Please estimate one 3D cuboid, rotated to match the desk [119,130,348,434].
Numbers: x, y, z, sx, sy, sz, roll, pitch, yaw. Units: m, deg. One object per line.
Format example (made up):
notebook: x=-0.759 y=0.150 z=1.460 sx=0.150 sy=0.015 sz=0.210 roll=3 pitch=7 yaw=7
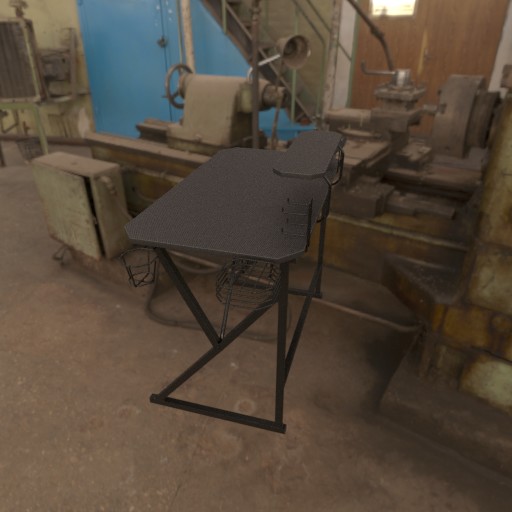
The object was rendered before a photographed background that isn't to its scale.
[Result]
desk: x=0.000 y=0.000 z=1.748 sx=0.580 sy=0.880 sz=1.290 roll=8 pitch=30 yaw=14
